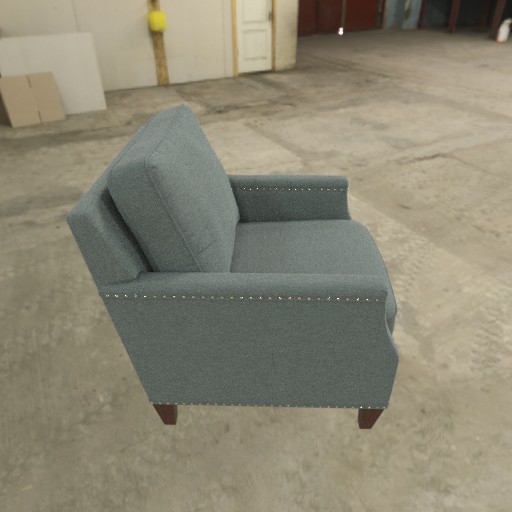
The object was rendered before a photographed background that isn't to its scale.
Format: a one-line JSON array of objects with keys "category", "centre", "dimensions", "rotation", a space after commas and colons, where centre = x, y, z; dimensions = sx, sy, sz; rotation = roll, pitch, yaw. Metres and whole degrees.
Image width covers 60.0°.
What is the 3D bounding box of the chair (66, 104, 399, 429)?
[{"category": "chair", "centre": [0.000, 0.000, 1.769], "dimensions": [1.031, 1.031, 0.885], "rotation": [1, 33, 1]}]
